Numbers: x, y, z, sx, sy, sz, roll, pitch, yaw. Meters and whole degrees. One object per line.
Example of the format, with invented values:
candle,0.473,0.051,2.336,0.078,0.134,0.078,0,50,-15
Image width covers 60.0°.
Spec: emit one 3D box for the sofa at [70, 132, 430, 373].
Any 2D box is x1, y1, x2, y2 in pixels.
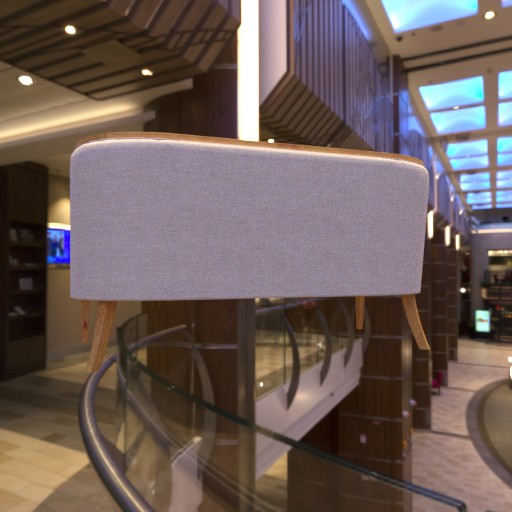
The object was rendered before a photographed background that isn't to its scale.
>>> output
sofa,0.000,0.000,1.912,1.474,0.775,0.770,0,-1,-18
